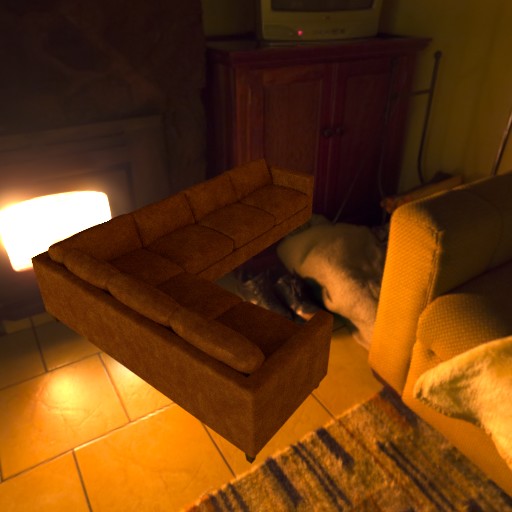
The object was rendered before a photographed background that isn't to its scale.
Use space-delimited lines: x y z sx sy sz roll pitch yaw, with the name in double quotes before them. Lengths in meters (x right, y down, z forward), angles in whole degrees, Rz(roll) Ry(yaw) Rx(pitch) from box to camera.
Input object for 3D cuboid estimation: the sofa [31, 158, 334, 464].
"sofa" 0.000 0.000 4.328 2.438 0.838 3.150 22 37 32
